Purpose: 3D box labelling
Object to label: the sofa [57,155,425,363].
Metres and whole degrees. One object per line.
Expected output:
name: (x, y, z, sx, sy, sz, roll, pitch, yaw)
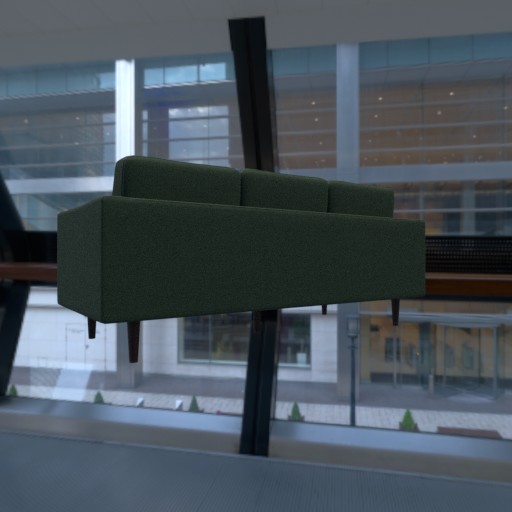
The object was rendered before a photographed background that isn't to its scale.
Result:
sofa: (0.000, 0.000, 2.609, 2.029, 0.899, 0.879, 0, 0, -35)
